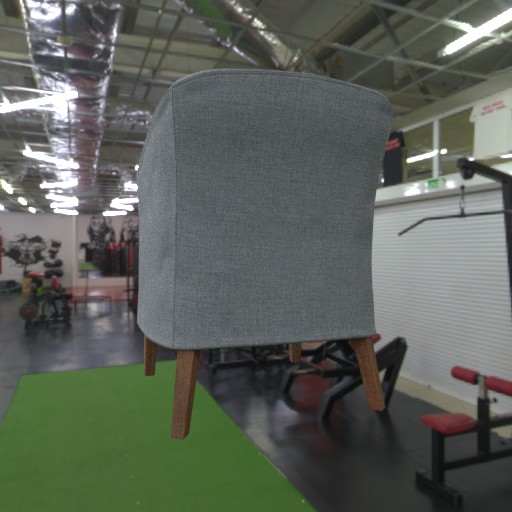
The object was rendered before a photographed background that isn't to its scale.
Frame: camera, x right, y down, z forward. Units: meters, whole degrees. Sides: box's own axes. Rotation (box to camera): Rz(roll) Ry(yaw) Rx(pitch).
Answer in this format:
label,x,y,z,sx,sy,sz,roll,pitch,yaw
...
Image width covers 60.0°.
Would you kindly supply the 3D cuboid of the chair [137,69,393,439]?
label,x,y,z,sx,sy,sz,roll,pitch,yaw
chair,0.000,0.000,1.237,0.600,0.771,0.668,0,0,-20
